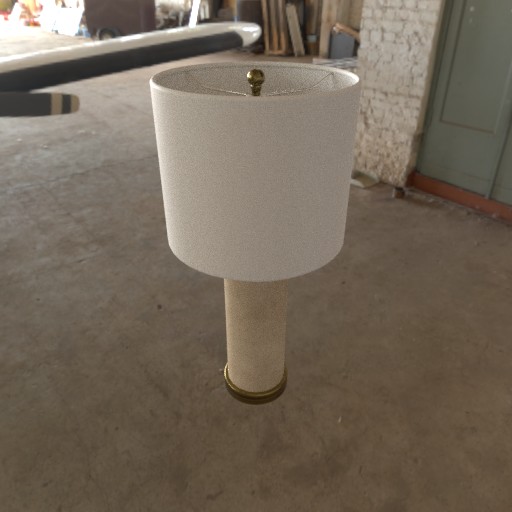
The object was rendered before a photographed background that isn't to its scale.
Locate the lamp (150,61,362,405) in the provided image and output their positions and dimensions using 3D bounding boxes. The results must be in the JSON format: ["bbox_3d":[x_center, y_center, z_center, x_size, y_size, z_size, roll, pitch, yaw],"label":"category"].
[{"bbox_3d":[0.000,0.000,0.806,0.305,0.634,0.305,0,31,-1],"label":"lamp"}]
